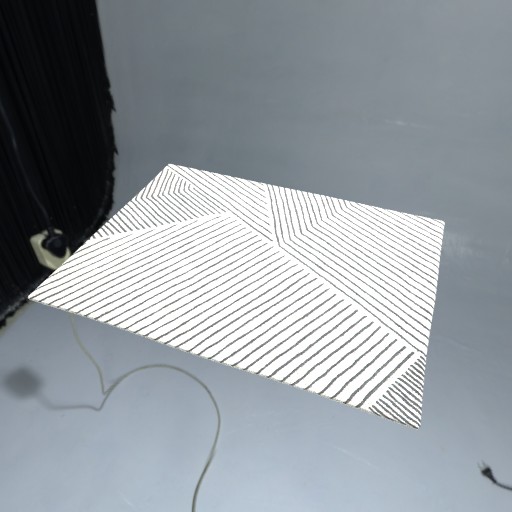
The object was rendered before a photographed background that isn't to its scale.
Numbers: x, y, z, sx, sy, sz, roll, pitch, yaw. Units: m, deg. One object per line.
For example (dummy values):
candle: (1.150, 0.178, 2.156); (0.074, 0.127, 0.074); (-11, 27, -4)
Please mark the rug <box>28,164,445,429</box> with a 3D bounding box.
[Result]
rug: (0.000, 0.000, 3.153); (2.449, 0.028, 1.829); (14, 43, 16)
